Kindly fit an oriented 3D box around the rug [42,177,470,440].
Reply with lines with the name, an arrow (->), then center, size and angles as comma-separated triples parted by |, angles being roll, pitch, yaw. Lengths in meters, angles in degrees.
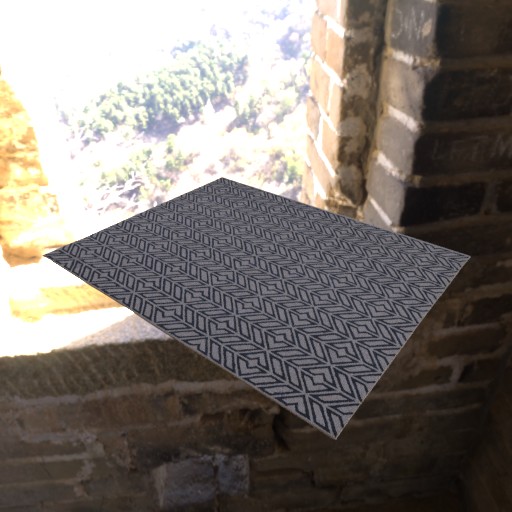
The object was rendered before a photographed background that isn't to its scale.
rug -> 0.000, 0.000, 4.024 | 3.045, 0.008, 2.421 | 23, 39, 32
